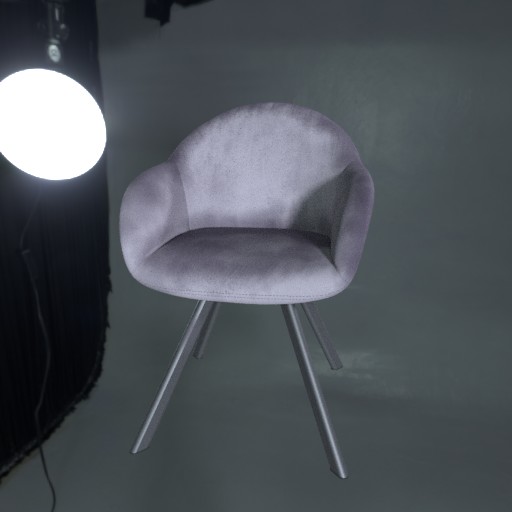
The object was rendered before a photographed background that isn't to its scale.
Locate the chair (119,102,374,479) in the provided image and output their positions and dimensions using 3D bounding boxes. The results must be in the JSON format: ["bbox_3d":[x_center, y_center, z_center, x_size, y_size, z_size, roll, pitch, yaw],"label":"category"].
[{"bbox_3d":[0.000,0.000,1.147,0.550,0.795,0.590,2,15,9],"label":"chair"}]
